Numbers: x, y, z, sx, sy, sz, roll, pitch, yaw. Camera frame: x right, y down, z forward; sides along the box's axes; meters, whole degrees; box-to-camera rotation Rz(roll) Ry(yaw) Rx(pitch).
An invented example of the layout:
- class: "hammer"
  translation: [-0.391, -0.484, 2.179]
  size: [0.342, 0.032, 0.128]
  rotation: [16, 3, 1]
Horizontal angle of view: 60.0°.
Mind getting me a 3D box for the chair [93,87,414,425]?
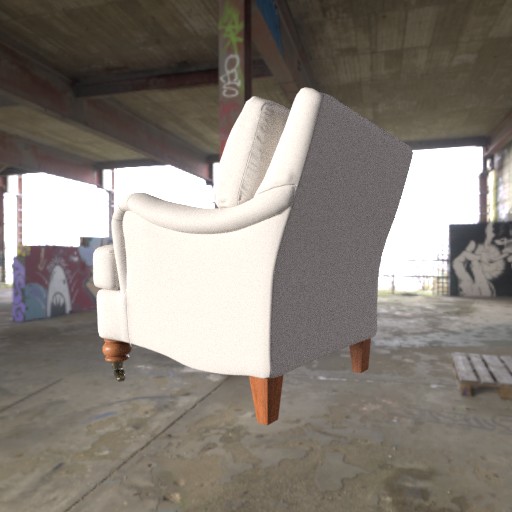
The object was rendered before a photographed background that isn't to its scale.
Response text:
- class: "chair"
  translation: [0.000, 0.000, 1.880]
  size: [1.070, 1.038, 0.955]
  rotation: [0, 1, 36]
